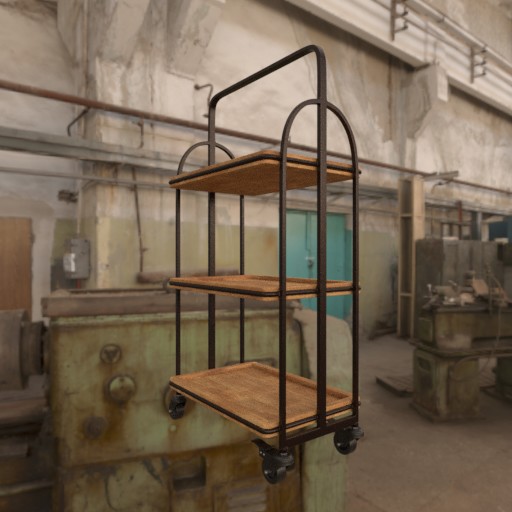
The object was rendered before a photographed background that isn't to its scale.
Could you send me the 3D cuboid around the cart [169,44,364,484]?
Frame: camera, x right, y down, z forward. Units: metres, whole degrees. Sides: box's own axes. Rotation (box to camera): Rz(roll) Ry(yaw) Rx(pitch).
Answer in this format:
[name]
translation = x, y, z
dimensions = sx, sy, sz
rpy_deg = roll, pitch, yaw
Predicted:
[cart]
translation = 0.000, 0.000, 1.230
dimensions = 0.327, 1.001, 0.553
rpy_deg = 0, 1, -37
